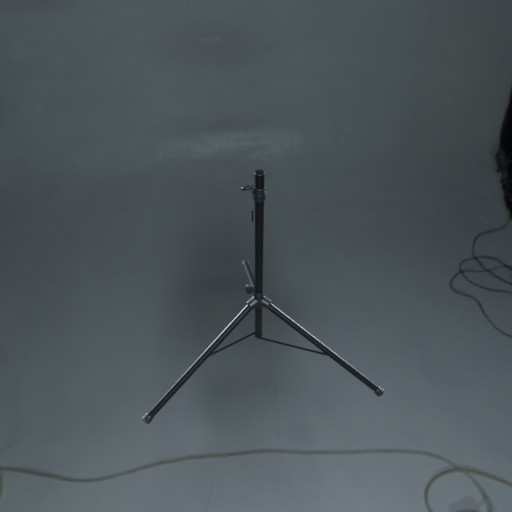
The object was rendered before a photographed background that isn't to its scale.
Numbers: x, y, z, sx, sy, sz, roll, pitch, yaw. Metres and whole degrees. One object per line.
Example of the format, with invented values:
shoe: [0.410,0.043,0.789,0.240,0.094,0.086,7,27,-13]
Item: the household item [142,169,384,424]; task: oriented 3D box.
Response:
household item: [0.000,0.000,2.781,1.596,1.595,1.339,-4,47,-4]
